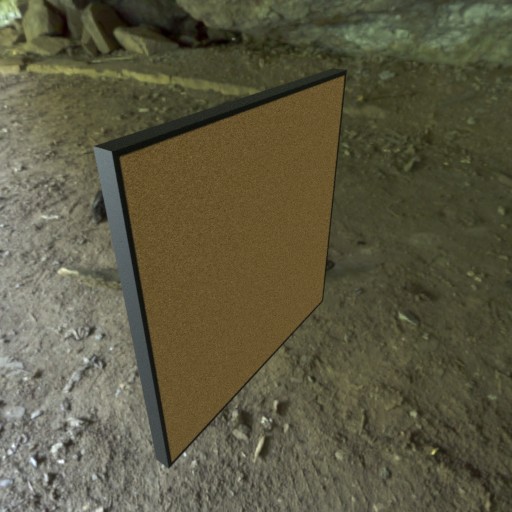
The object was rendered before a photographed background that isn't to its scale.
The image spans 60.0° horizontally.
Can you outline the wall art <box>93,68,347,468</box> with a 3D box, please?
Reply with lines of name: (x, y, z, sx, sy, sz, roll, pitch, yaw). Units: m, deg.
wall art: (0.000, 0.000, 0.738, 0.028, 0.511, 0.513, 21, 38, 29)
